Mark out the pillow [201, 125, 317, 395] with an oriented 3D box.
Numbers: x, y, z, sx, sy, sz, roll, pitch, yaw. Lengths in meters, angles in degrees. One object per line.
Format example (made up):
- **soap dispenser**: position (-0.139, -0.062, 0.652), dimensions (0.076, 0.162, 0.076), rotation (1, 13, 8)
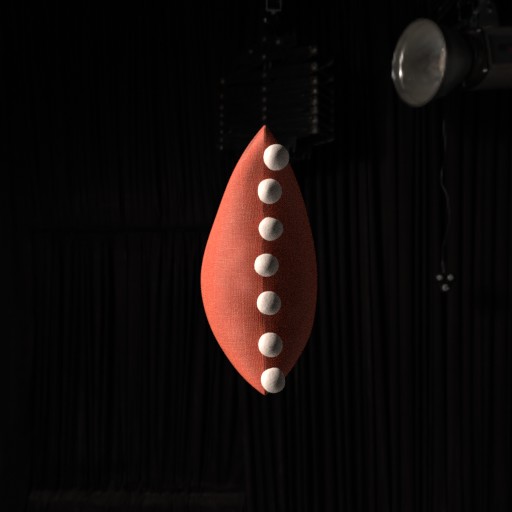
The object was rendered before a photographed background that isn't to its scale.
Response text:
- **pillow**: position (0.000, 0.000, 0.847), dimensions (0.201, 0.322, 0.709), rotation (0, 1, -1)
